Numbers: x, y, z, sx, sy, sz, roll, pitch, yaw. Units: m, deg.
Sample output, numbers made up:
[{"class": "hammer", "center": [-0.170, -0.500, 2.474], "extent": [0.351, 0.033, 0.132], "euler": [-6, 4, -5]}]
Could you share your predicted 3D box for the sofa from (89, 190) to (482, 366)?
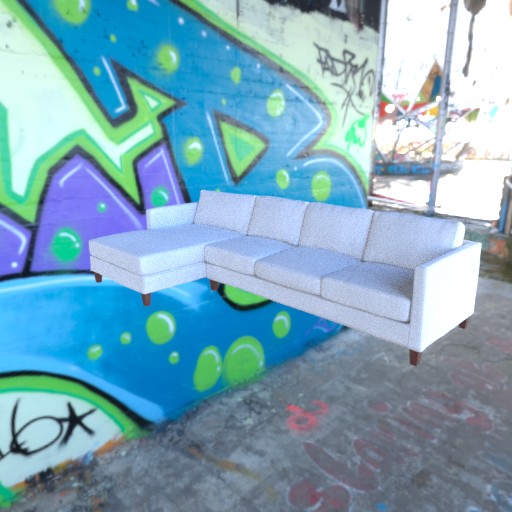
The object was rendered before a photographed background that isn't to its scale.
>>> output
[{"class": "sofa", "center": [0.000, 0.000, 3.898], "extent": [1.625, 0.861, 3.186], "euler": [-15, 21, -43]}]
